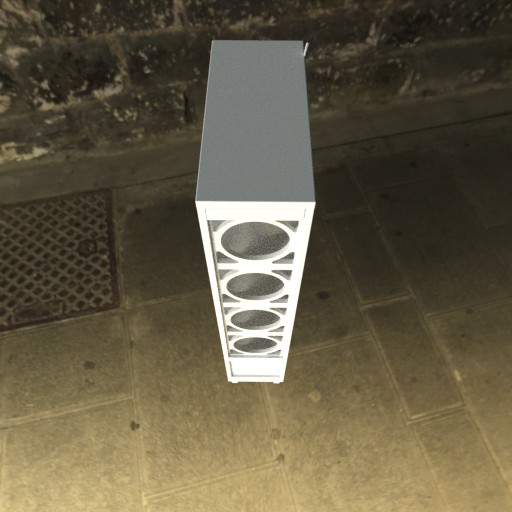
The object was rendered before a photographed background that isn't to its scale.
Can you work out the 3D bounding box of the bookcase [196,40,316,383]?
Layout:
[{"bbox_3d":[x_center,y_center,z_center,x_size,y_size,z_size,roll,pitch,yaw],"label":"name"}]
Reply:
[{"bbox_3d":[0.000,0.000,2.190,0.361,1.869,0.761,0,58,0],"label":"bookcase"}]
